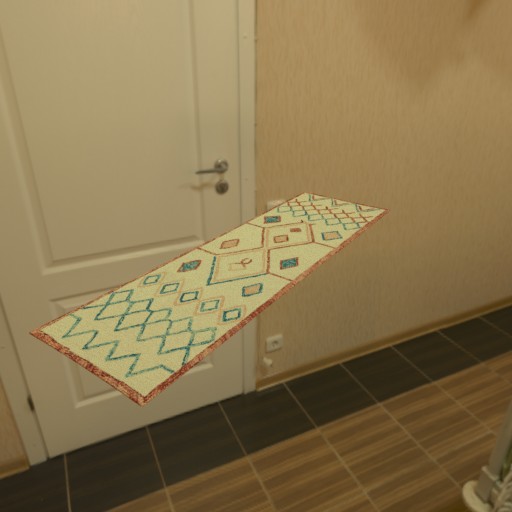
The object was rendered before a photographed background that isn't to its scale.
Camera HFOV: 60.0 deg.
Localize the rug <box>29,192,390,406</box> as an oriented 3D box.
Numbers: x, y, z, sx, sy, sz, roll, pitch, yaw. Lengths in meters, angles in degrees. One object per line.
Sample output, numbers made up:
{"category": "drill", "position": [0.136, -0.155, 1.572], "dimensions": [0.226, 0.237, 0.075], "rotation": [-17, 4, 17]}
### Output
{"category": "rug", "position": [0.000, 0.000, 2.668], "dimensions": [0.750, 0.011, 2.435], "rotation": [18, 32, 32]}
